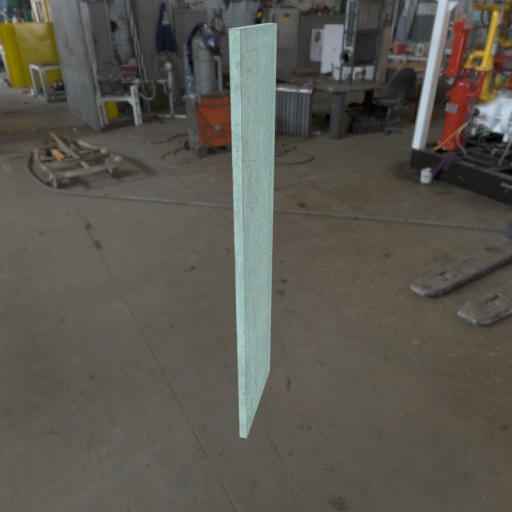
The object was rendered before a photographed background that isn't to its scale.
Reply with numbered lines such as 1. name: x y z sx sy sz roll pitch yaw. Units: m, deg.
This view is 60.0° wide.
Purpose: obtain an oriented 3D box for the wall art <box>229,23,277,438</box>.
1. wall art: 0.000 0.000 1.320 0.025 1.219 0.329 8 30 13
